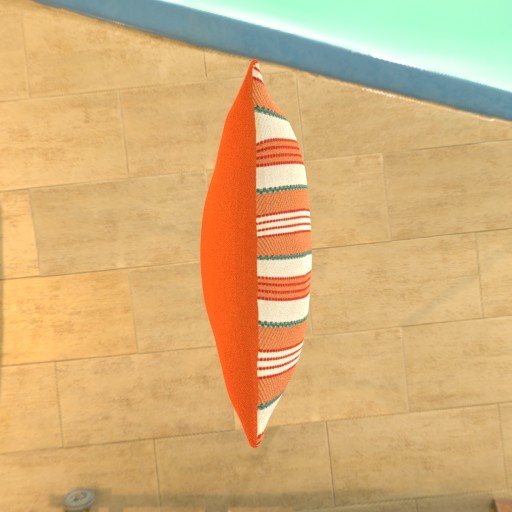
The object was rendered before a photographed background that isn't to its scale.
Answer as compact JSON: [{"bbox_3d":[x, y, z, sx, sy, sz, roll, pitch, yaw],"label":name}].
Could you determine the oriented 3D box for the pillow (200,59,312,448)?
[{"bbox_3d":[0.000,0.000,0.699,0.182,0.441,0.440,0,90,0],"label":"pillow"}]
